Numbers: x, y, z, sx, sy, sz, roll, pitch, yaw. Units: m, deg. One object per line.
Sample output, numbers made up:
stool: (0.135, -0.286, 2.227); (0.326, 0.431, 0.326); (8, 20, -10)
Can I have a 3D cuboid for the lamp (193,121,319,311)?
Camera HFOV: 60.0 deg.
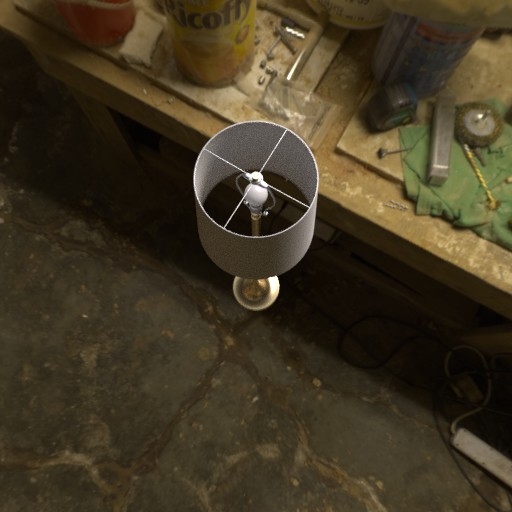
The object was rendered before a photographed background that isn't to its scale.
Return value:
lamp: (0.000, 0.000, 1.708); (0.337, 1.543, 0.337); (0, 77, 0)
